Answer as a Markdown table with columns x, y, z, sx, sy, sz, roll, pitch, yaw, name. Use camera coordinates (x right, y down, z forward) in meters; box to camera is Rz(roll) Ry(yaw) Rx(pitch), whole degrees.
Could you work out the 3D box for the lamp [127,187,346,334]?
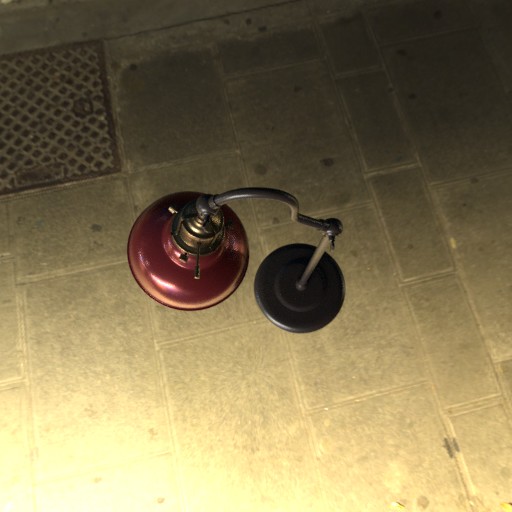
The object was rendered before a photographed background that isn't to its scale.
| x | y | z | sx | sy | sz | roll | pitch | yaw | name |
| --- | --- | --- | --- | --- | --- | --- | --- | --- | --- |
| 0.000 | 0.000 | 0.685 | 0.374 | 0.508 | 0.192 | 1 | 75 | 0 | lamp |
